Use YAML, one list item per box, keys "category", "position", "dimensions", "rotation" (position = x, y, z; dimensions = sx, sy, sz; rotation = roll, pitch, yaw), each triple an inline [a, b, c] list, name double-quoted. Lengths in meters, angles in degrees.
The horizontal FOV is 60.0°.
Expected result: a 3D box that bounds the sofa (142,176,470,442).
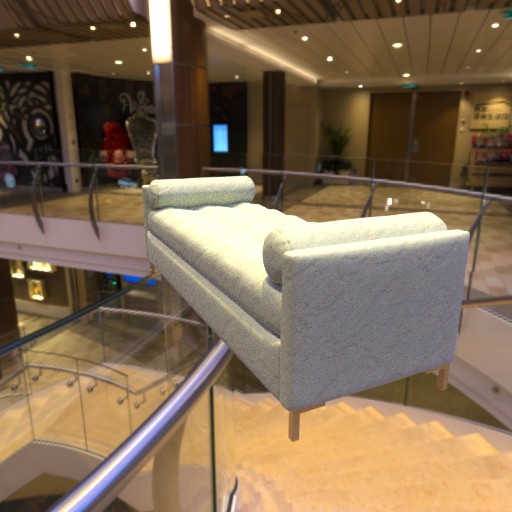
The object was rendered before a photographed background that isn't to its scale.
- category: "sofa"
  position: [0.000, 0.000, 2.447]
  dimensions: [0.796, 0.705, 2.102]
  rotation: [-7, 17, -25]
